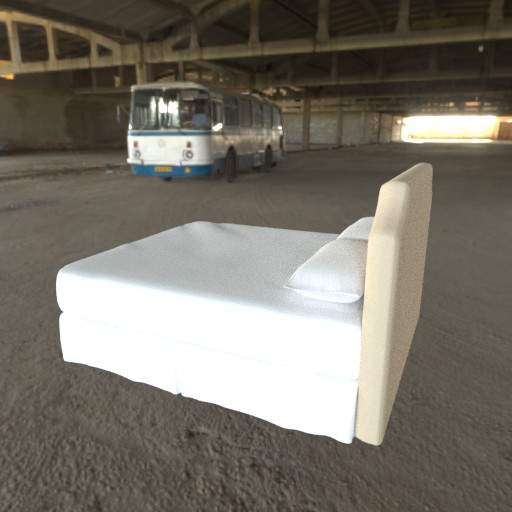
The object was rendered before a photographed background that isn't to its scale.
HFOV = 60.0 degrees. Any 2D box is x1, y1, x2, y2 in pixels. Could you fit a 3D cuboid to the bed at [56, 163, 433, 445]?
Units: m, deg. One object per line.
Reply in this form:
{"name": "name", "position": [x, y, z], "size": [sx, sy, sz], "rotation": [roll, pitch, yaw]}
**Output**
{"name": "bed", "position": [0.000, 0.000, 3.748], "size": [2.548, 1.524, 2.134], "rotation": [7, 17, 24]}
